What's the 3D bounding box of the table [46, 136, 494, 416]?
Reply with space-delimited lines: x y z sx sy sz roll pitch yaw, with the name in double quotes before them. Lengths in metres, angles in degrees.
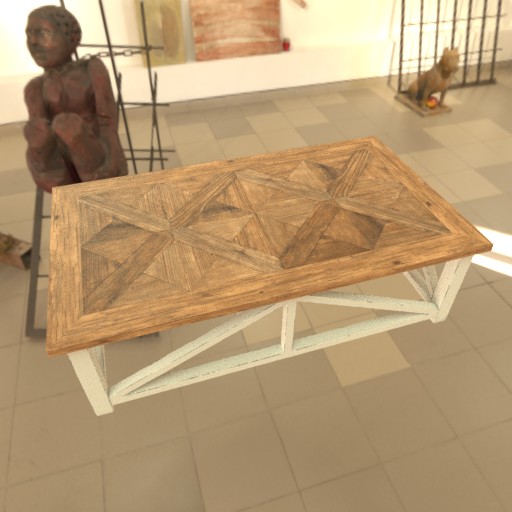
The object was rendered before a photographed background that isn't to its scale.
"table" 0.000 0.000 1.727 1.400 0.410 0.800 -12 44 -13
